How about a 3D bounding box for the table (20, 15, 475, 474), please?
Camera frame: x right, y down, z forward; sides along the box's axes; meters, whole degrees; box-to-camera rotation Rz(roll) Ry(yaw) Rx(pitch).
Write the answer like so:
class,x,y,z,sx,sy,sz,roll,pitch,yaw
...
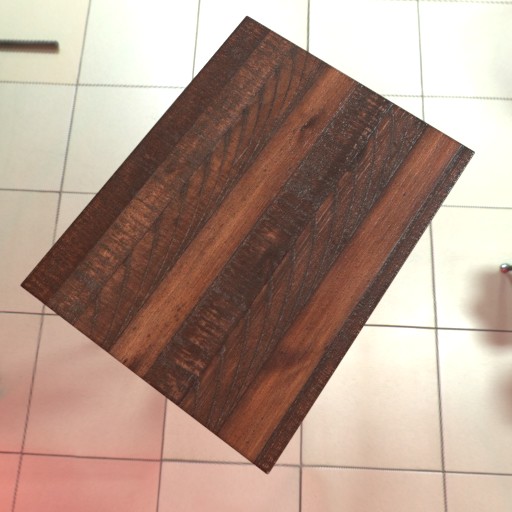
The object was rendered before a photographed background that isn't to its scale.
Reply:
class,x,y,z,sx,sy,sz,roll,pitch,yaw
table,0.000,0.000,1.094,0.524,0.612,0.678,34,79,8
